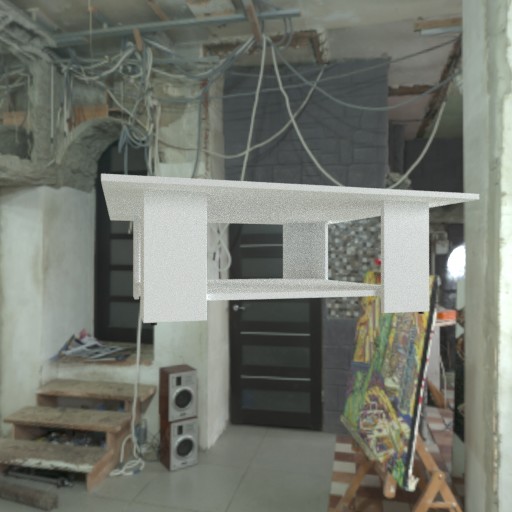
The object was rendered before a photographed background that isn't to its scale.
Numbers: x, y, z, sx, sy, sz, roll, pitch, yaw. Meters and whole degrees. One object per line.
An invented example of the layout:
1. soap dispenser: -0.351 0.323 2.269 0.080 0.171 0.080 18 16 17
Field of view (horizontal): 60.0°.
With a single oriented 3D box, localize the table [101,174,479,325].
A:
1. table: 0.000 0.000 1.397 0.890 0.305 0.890 0 0 -17
